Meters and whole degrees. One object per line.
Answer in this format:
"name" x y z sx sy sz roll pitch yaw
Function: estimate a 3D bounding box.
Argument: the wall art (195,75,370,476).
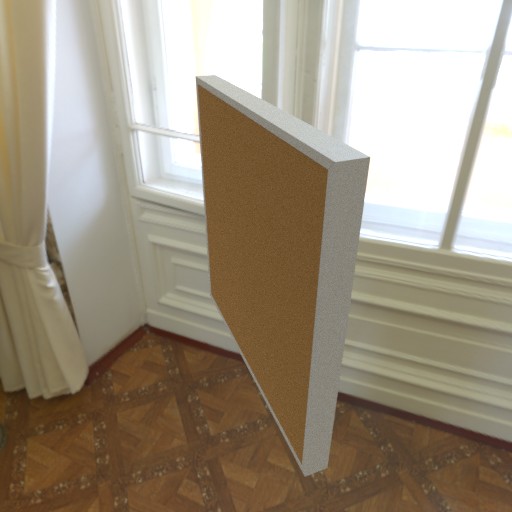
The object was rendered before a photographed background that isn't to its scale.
"wall art" 0.000 0.000 0.458 0.024 0.304 0.304 -12 33 -19
